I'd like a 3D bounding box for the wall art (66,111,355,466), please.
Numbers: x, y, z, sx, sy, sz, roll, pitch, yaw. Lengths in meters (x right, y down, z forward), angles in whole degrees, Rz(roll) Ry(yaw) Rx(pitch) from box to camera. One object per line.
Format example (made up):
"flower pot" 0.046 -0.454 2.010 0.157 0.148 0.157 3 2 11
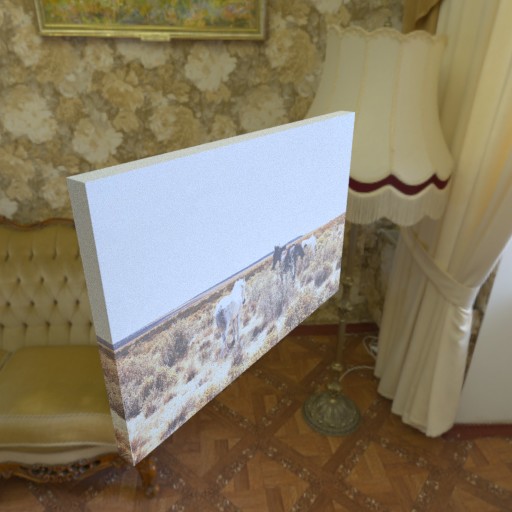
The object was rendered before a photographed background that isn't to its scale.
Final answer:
"wall art" 0.000 0.000 1.134 0.050 0.610 0.914 18 31 33
